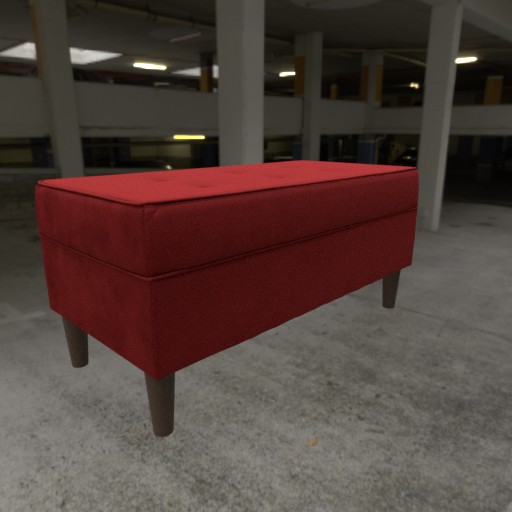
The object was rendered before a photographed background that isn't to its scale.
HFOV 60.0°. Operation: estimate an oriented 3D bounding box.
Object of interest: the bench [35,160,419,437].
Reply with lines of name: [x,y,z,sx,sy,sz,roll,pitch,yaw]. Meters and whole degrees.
bench: [0.000,0.000,1.268,0.492,0.471,1.016,15,22,42]
